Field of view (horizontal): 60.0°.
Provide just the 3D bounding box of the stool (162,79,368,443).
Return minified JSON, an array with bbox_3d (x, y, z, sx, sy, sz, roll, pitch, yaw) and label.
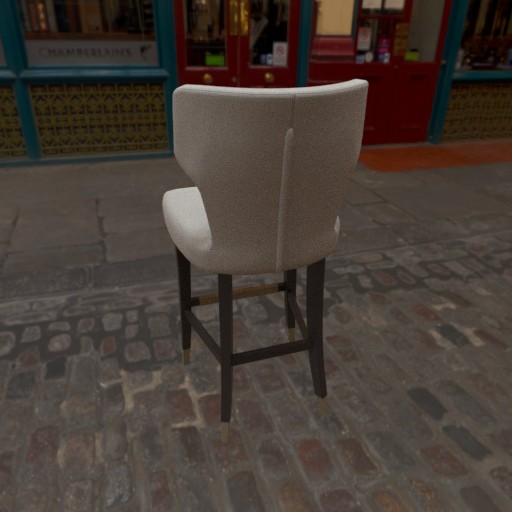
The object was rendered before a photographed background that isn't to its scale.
[{"bbox_3d":[0.000,0.000,1.452,0.526,1.092,0.563,-8,27,-16],"label":"stool"}]
